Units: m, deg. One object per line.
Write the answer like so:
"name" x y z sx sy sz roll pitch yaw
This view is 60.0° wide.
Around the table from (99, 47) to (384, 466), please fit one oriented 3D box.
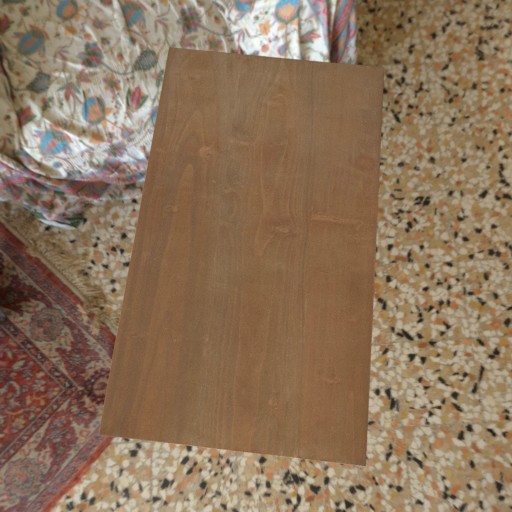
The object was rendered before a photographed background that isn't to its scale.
"table" 0.000 0.000 2.125 0.946 0.780 1.609 6 76 1
